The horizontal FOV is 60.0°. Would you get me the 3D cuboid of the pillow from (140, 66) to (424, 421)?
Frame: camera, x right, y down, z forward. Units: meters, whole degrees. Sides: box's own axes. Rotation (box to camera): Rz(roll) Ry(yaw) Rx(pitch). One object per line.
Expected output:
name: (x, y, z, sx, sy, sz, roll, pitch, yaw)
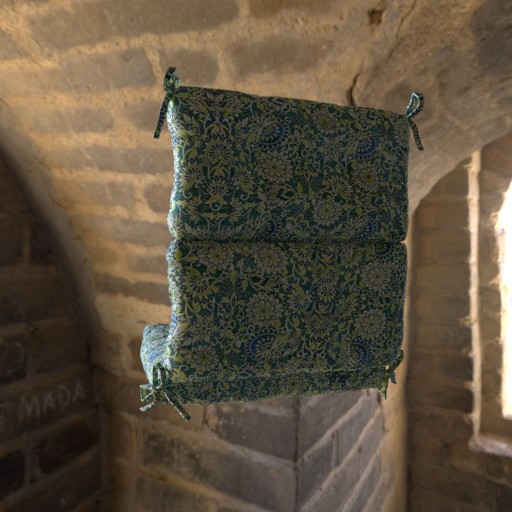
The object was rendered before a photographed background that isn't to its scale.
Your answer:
pillow: (0.000, 0.000, 1.002, 0.519, 0.605, 0.571, 0, -1, -18)
